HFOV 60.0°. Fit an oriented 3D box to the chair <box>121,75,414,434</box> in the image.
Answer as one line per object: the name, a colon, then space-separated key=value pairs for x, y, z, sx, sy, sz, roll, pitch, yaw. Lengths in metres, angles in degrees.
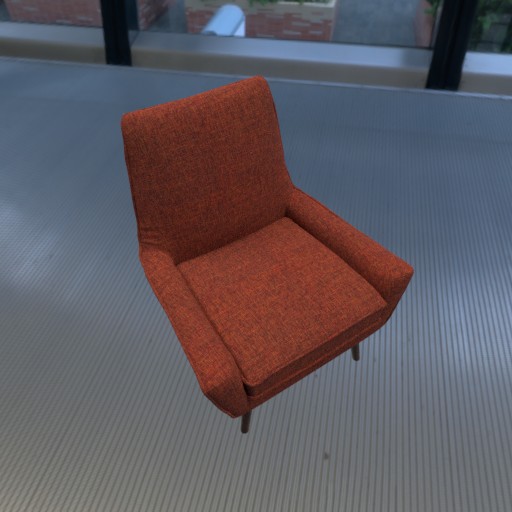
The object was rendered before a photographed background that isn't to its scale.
chair: x=0.000 y=0.000 z=1.547 sx=0.803 sy=0.911 sz=0.784 roll=-25 pitch=51 yaw=-22
